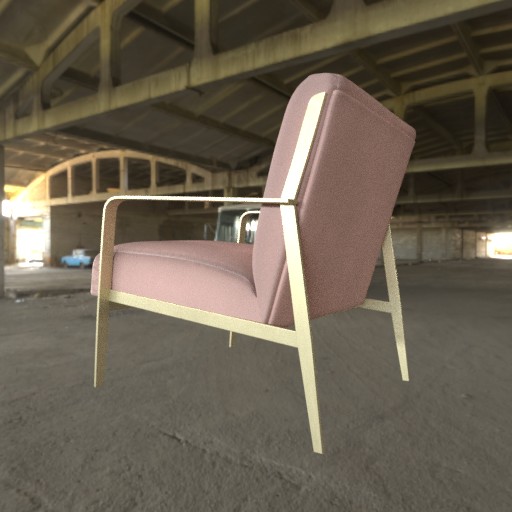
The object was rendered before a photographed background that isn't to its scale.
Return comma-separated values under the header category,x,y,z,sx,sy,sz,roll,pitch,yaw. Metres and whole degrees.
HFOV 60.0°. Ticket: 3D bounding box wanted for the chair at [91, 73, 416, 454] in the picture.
category,x,y,z,sx,sy,sz,roll,pitch,yaw
chair,0.000,0.000,1.421,0.848,0.823,0.701,1,2,35
